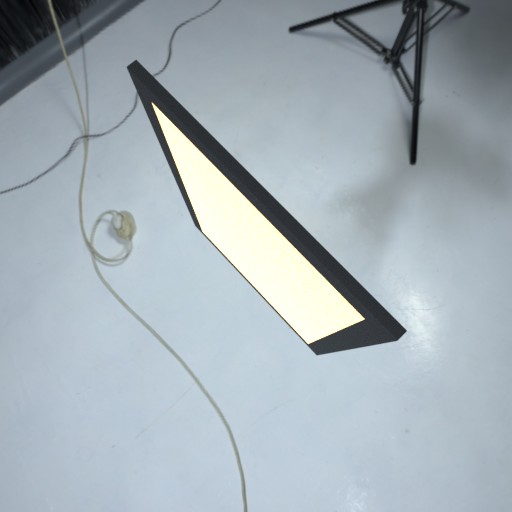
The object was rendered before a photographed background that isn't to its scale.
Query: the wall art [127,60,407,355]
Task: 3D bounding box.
[{"bbox_3d":[0.000,0.000,0.587,0.011,0.459,0.326,-42,80,-9],"label":"wall art"}]
